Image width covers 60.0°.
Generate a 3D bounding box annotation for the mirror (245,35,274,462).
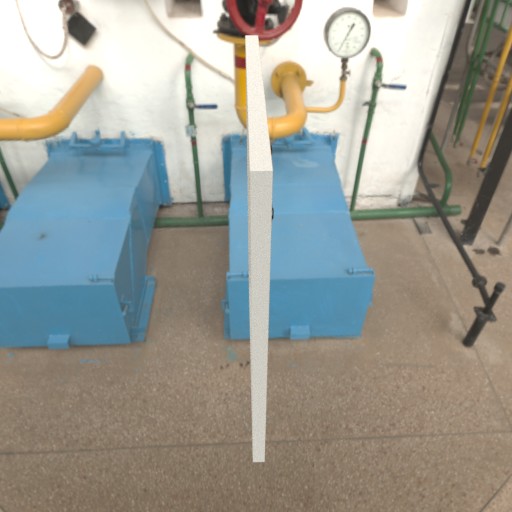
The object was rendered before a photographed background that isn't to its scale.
[{"bbox_3d":[0.000,0.000,1.317,0.041,1.016,0.762,-1,41,-1],"label":"mirror"}]
